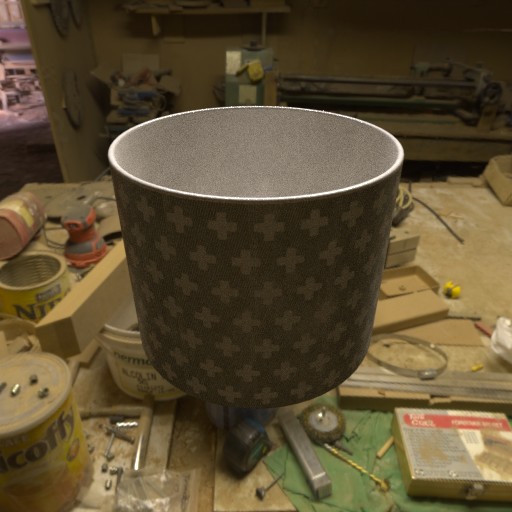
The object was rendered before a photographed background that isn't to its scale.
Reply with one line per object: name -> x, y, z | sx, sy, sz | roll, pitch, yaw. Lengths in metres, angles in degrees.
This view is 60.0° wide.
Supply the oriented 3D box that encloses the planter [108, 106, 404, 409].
planter -> 0.000, 0.000, 0.342 | 0.190, 0.181, 0.190 | 0, 32, 0
